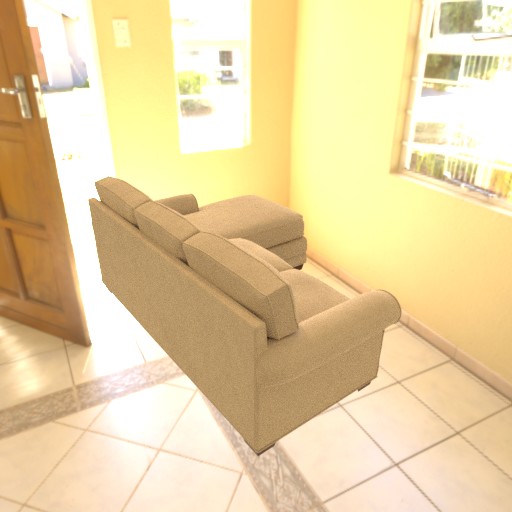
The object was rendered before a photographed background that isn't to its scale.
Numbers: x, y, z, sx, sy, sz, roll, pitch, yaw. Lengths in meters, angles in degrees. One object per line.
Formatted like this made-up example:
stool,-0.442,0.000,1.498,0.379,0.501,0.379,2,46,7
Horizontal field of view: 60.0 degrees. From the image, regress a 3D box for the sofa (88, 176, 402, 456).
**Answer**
sofa,0.000,0.000,2.417,1.226,0.734,1.770,-18,32,-33
